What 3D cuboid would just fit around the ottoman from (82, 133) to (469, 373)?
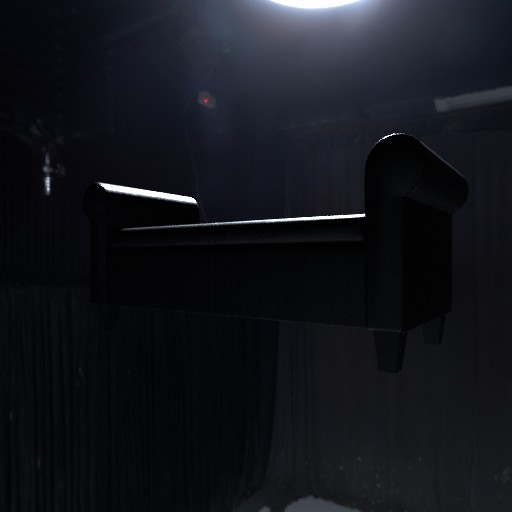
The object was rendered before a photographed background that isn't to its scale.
[{"bbox_3d":[0.000,0.000,1.523,1.256,0.547,0.521,0,-1,35],"label":"ottoman"}]
